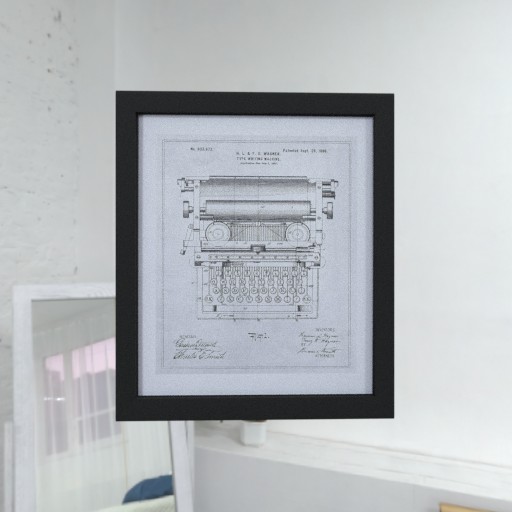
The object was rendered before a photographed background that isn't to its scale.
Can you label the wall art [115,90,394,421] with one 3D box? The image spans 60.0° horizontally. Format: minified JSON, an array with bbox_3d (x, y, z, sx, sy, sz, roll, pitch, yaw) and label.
[{"bbox_3d":[0.000,0.000,0.696,0.432,0.508,0.021,0,0,-2],"label":"wall art"}]
